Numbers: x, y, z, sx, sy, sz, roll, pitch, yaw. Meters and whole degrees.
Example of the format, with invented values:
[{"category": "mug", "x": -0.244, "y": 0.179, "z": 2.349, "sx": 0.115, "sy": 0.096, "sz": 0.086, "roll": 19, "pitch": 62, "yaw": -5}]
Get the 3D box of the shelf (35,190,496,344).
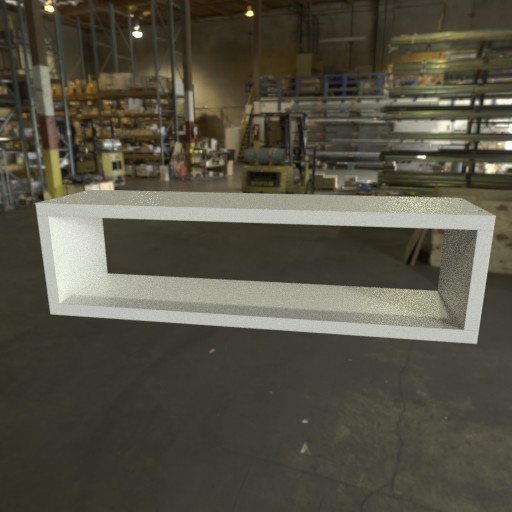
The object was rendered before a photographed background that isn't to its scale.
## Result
[{"category": "shelf", "x": 0.000, "y": 0.000, "z": 0.675, "sx": 0.610, "sy": 0.170, "sz": 0.150, "roll": 3, "pitch": 16, "yaw": 9}]
